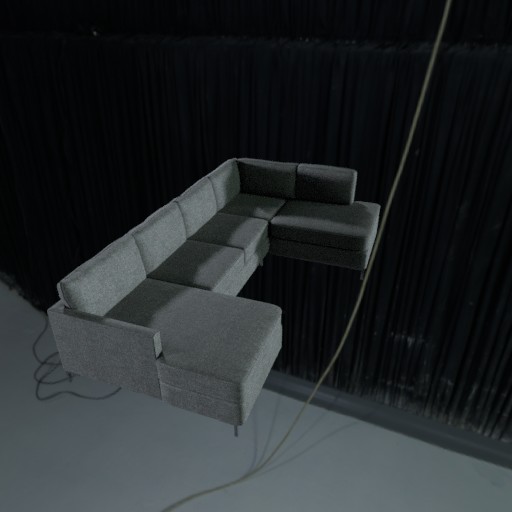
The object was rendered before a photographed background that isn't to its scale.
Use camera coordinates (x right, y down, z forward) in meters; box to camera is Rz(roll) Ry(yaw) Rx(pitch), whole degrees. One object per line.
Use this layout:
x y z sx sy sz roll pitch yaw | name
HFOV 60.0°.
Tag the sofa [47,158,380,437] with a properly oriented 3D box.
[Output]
0.000 0.000 4.428 2.048 0.999 3.423 10 31 18 | sofa
